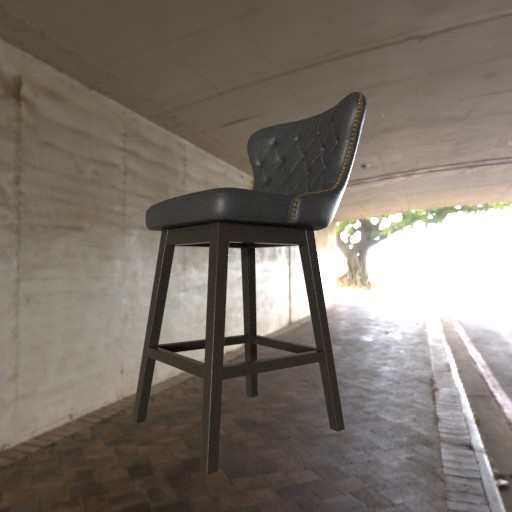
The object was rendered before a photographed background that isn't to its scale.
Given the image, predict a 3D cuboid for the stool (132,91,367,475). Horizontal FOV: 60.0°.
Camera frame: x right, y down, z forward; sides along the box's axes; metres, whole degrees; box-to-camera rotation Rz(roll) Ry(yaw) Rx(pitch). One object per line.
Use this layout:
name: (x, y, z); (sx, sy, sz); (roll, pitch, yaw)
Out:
stool: (0.000, 0.000, 1.325); (0.593, 0.971, 0.528); (1, -2, -37)
